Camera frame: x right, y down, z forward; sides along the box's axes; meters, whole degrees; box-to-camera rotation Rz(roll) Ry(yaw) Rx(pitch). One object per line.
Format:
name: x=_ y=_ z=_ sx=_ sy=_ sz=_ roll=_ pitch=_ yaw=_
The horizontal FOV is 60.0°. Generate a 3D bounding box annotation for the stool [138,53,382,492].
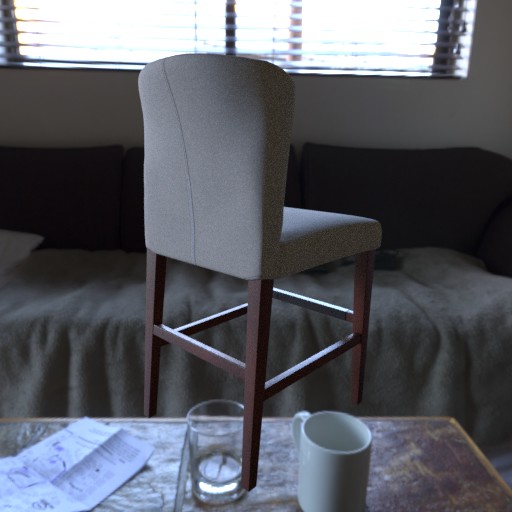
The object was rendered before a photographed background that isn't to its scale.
stool: x=0.000 y=0.000 z=1.241 sx=0.479 sy=0.968 sz=0.568 roll=13 pitch=19 yaw=42
